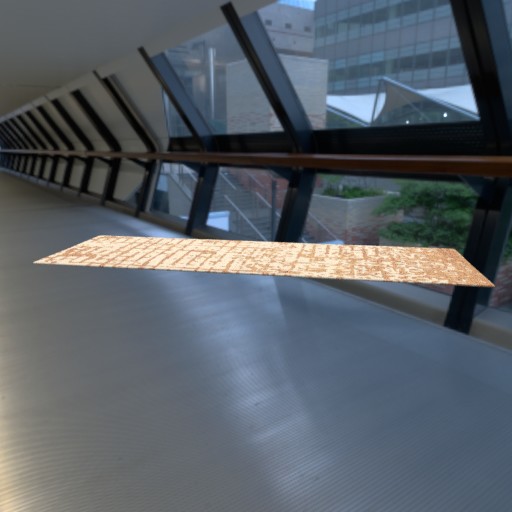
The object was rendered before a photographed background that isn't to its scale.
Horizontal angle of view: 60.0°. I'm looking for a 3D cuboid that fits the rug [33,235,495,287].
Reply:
[{"bbox_3d":[0.000,0.000,2.661,2.435,0.011,0.750,2,15,9],"label":"rug"}]
